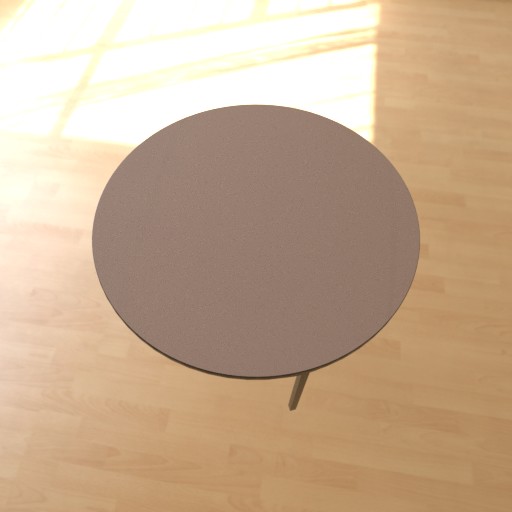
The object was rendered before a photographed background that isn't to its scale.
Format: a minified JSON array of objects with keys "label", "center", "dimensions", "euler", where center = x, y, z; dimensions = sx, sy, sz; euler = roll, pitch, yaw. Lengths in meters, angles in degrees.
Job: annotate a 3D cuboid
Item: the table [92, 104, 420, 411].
[{"label":"table","center":[0.000,0.000,1.267],"dimensions":[0.800,0.400,0.800],"euler":[0,60,0]}]
